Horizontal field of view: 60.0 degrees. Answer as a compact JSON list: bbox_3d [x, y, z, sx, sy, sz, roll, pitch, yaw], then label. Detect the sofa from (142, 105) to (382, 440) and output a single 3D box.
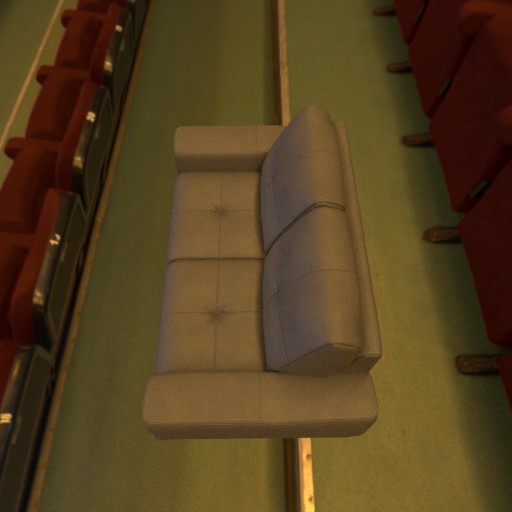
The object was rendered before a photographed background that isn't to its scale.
[{"bbox_3d":[0.000,0.000,2.376,1.018,0.907,1.806,-1,59,0],"label":"sofa"}]
